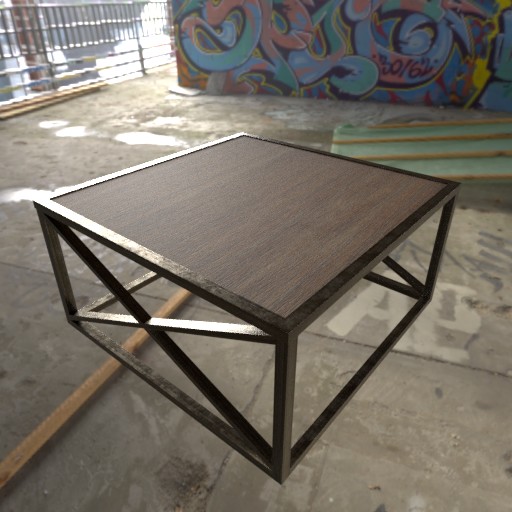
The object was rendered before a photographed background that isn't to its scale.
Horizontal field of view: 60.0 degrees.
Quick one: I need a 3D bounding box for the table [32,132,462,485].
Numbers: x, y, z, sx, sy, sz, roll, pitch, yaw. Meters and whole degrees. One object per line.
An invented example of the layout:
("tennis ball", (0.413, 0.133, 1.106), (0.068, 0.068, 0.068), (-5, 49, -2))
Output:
("table", (0.000, 0.000, 1.430), (0.899, 0.451, 0.909), (23, 38, 33))
